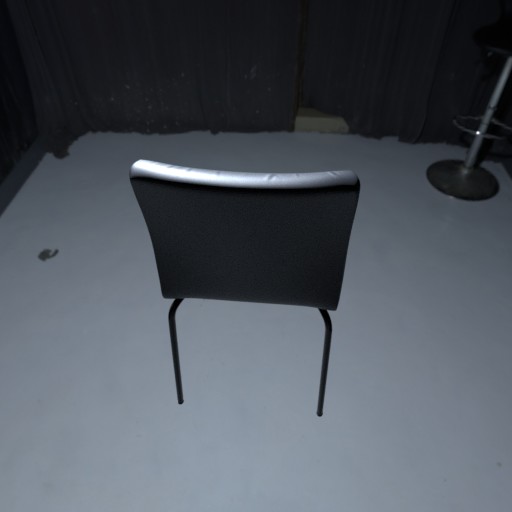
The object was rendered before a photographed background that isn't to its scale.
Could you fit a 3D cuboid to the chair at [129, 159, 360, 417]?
[{"bbox_3d":[0.000,0.000,1.176,0.450,0.872,0.572,4,45,4],"label":"chair"}]
